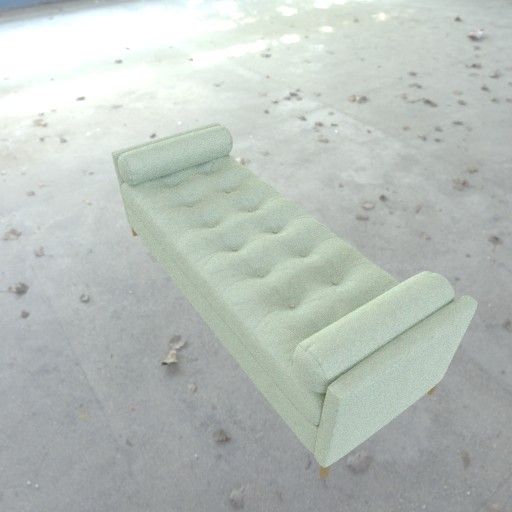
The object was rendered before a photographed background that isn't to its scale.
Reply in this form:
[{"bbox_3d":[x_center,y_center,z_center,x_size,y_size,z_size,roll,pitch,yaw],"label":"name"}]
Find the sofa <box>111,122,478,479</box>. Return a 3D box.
[{"bbox_3d":[0.000,0.000,2.465,0.796,0.705,2.102,-25,47,-25],"label":"sofa"}]
